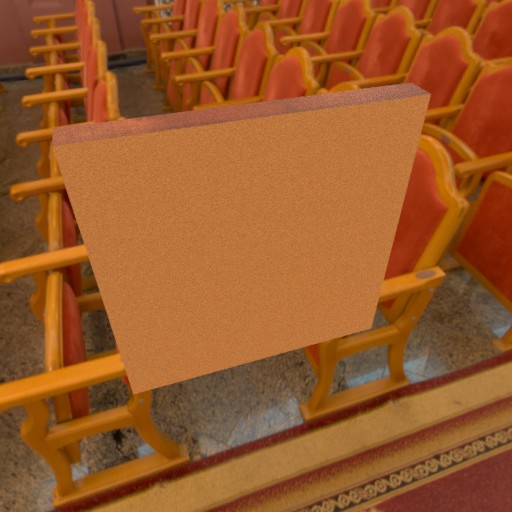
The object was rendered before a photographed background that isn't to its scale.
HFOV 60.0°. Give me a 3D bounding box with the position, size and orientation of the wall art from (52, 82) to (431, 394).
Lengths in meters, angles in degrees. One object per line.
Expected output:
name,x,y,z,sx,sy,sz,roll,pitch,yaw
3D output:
wall art,0.000,0.000,0.570,0.386,0.385,0.038,-12,42,-14
